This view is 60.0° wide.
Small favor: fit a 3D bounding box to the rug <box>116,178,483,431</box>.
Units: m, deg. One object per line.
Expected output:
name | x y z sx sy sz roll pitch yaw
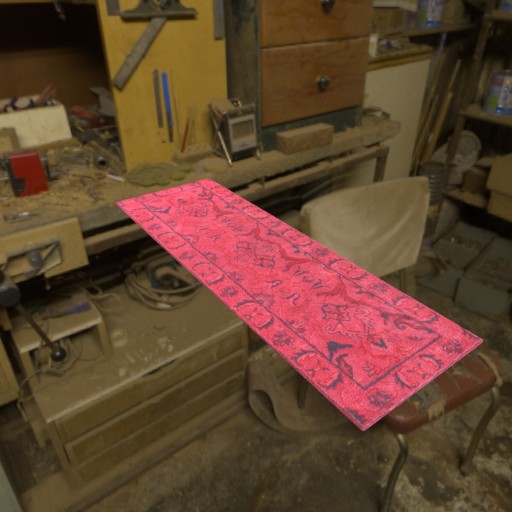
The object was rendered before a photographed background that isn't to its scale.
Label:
rug | 0.000 0.000 2.671 0.813 0.018 2.439 -21 38 -30
